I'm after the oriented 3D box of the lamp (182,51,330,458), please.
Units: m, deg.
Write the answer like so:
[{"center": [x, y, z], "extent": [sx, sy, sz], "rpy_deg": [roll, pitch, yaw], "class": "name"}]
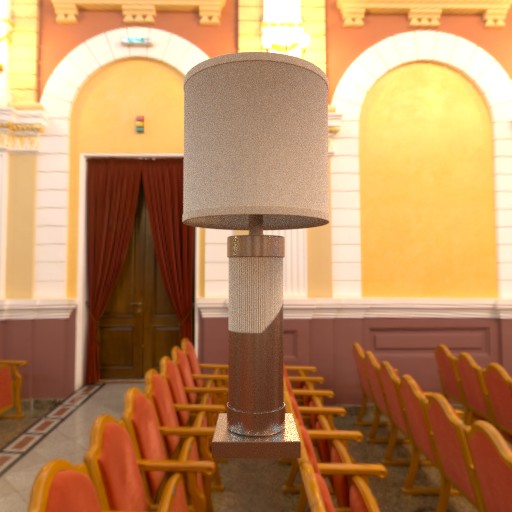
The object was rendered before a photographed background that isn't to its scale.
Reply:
[{"center": [0.000, 0.000, 0.617], "extent": [0.202, 0.509, 0.202], "rpy_deg": [0, -2, 0], "class": "lamp"}]
